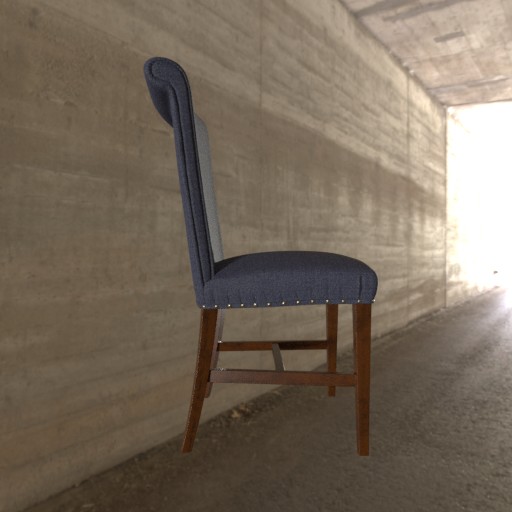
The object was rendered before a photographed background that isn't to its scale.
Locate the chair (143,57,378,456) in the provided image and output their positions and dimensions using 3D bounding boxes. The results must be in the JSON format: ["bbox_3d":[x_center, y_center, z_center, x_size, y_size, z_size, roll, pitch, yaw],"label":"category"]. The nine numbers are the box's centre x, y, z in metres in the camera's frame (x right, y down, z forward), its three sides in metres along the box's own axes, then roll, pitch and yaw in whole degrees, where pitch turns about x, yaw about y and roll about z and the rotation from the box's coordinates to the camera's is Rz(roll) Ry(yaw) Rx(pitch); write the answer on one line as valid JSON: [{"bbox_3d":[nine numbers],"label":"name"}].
[{"bbox_3d":[0.000,0.000,1.336,0.608,0.988,0.513,0,0,0],"label":"chair"}]
